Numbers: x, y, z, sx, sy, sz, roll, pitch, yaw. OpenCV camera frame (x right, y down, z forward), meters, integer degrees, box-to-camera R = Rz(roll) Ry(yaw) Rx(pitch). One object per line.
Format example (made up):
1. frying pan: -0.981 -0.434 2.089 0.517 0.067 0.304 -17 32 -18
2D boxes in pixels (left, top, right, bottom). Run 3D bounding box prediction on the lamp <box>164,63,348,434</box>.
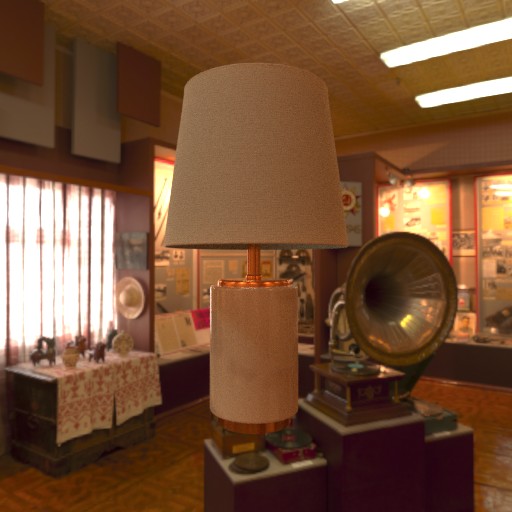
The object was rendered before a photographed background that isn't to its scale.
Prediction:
1. lamp: 0.000 0.000 0.464 0.189 0.340 0.189 0 -1 0
